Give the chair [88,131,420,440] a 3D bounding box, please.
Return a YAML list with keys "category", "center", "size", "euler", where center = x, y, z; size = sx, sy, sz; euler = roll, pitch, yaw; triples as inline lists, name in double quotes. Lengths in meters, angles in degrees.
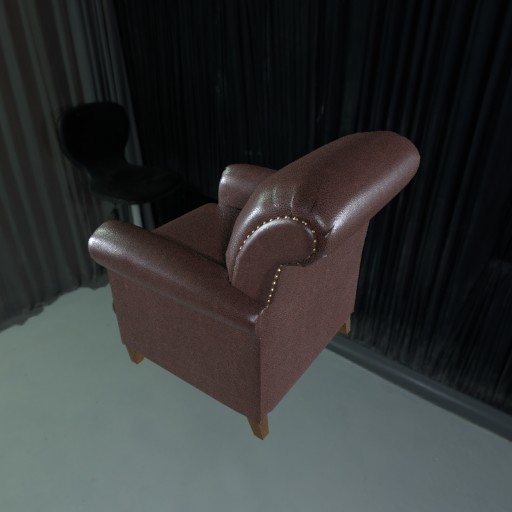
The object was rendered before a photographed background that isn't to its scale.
- category: "chair"
  center: [0.000, 0.000, 1.633]
  size: [0.890, 0.927, 0.854]
  euler: [20, 37, 29]
